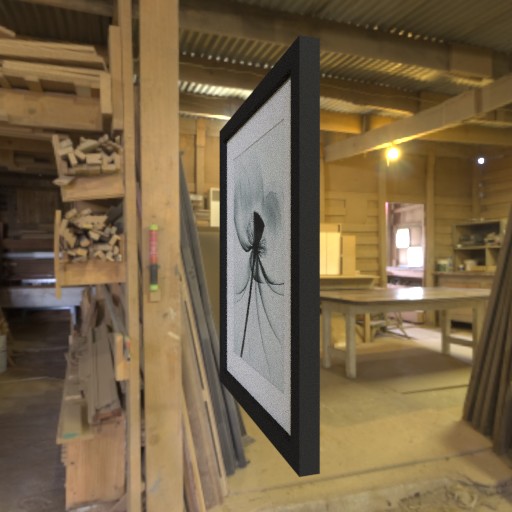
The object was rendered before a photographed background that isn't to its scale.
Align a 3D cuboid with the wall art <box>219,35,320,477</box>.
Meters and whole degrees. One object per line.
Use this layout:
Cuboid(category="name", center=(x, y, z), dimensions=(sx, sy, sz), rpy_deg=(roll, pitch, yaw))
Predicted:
Cuboid(category="wall art", center=(0.000, 0.000, 0.783), dimensions=(0.029, 0.559, 0.457), rpy_deg=(0, 0, -17))
